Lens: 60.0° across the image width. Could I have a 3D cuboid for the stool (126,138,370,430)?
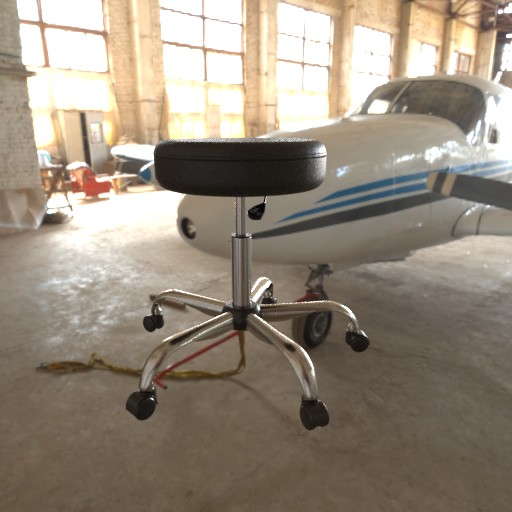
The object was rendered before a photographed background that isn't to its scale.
[{"bbox_3d":[0.000,0.000,1.129,0.638,0.576,0.673,-2,16,-8],"label":"stool"}]
